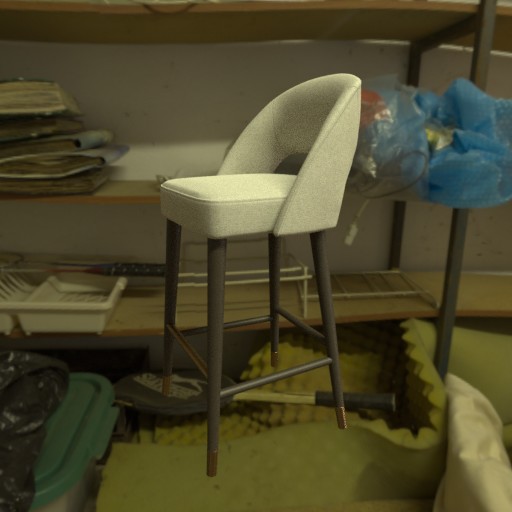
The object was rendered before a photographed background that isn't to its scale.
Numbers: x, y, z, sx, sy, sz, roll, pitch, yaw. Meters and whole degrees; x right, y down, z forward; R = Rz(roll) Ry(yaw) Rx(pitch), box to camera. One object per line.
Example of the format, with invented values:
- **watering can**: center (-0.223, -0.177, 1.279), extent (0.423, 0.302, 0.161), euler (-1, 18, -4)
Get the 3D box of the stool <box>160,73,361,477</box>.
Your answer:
- **stool**: center (0.000, 0.000, 1.327), extent (0.509, 1.037, 0.494), euler (-8, 17, -26)
